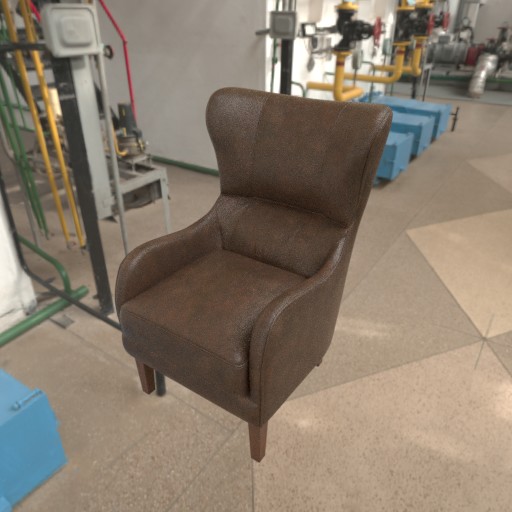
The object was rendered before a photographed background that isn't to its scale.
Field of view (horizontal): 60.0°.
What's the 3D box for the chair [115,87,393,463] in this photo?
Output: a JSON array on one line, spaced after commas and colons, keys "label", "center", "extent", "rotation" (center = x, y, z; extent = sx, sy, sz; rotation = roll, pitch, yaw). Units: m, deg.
[{"label": "chair", "center": [0.000, 0.000, 1.619], "extent": [0.692, 1.048, 0.914], "rotation": [19, 35, 30]}]
